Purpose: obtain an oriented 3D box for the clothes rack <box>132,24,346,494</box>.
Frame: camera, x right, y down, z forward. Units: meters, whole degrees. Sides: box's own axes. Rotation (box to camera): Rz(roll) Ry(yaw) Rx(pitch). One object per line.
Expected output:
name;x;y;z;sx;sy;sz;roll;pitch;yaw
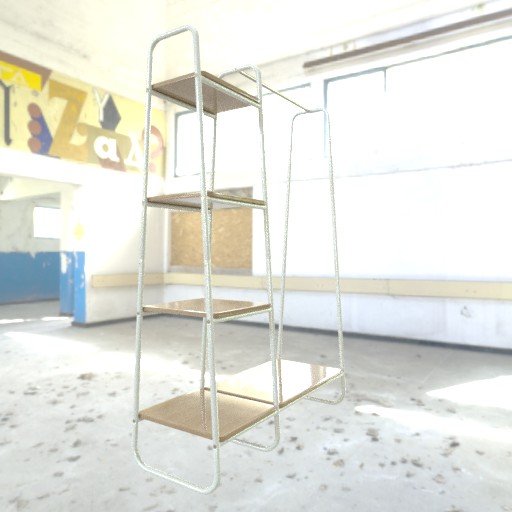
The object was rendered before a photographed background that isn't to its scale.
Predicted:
clothes rack;0.000;0.000;1.880;0.400;1.500;1.011;0;1;34
